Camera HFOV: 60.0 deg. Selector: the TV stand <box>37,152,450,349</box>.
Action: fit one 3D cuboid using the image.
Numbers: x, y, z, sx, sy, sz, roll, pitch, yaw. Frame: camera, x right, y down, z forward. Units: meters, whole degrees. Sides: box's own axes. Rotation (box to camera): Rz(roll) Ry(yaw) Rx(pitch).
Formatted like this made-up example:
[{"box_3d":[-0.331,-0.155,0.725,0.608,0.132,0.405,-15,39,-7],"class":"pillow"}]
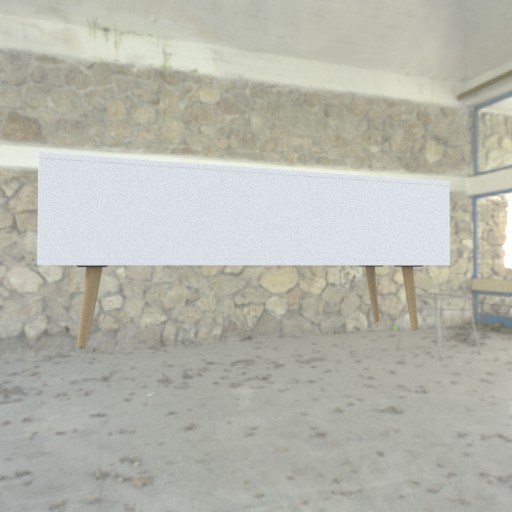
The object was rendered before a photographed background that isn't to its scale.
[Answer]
[{"box_3d":[0.000,0.000,1.628,1.398,0.560,0.401,0,-1,-18],"class":"TV stand"}]
